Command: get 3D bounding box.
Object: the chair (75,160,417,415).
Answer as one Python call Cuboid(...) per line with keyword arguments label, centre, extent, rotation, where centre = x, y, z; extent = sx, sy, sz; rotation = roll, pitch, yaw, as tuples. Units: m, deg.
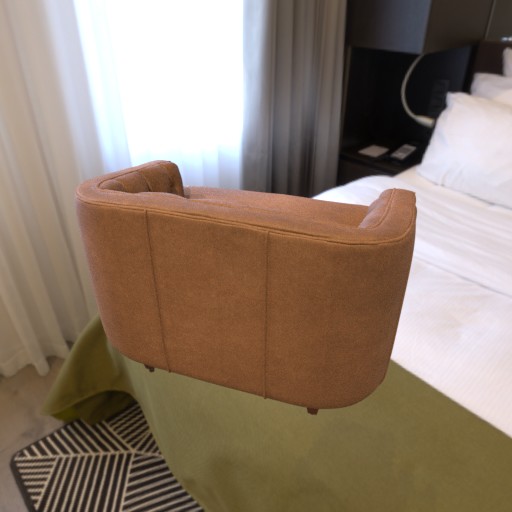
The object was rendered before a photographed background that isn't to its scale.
Cuboid(label="chair", centre=(0.000, 0.000, 1.733), extent=(1.118, 0.787, 0.914), rotation=(10, 33, 15))
